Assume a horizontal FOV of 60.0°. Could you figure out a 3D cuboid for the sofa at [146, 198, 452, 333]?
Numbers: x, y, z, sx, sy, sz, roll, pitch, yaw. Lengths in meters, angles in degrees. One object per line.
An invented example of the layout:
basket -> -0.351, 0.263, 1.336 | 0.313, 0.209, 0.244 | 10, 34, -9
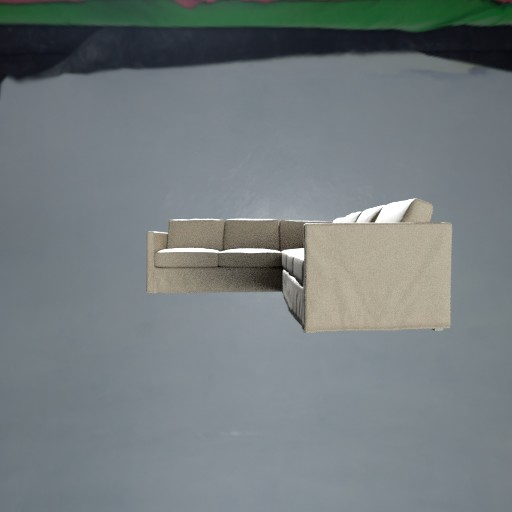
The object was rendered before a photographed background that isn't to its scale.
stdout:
sofa -> 0.000, 0.000, 4.327 | 2.432, 0.871, 3.182 | 0, 2, 0
